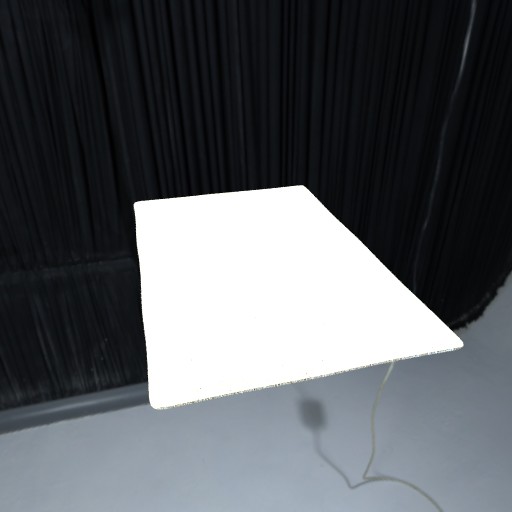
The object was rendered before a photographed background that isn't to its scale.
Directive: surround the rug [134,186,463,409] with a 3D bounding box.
[{"bbox_3d":[0.000,0.000,3.502,1.798,0.025,2.698,-8,31,-13],"label":"rug"}]
